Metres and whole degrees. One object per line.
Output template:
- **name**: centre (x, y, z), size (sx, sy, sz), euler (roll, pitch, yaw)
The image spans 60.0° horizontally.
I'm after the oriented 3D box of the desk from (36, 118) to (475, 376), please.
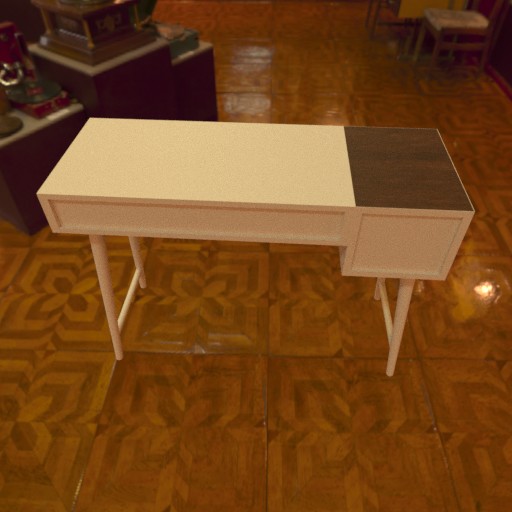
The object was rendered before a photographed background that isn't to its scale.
- **desk**: centre (0.000, 0.000, 1.489), size (1.069, 0.761, 0.409), euler (3, 44, 3)
